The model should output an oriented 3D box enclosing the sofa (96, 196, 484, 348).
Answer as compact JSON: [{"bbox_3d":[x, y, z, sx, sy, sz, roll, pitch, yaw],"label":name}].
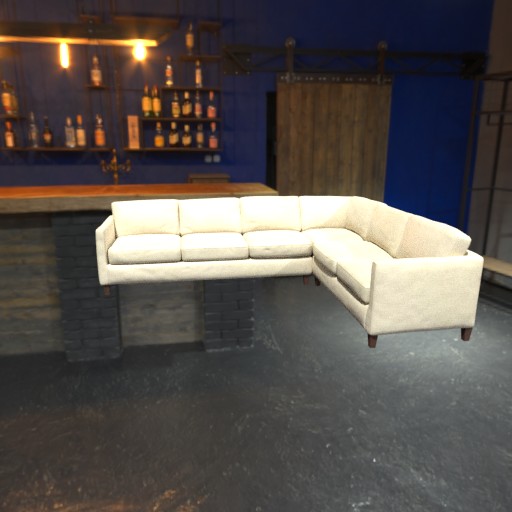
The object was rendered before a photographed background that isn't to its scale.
[{"bbox_3d":[0.000,0.000,4.527,3.302,0.947,2.593,-2,15,-8],"label":"sofa"}]
